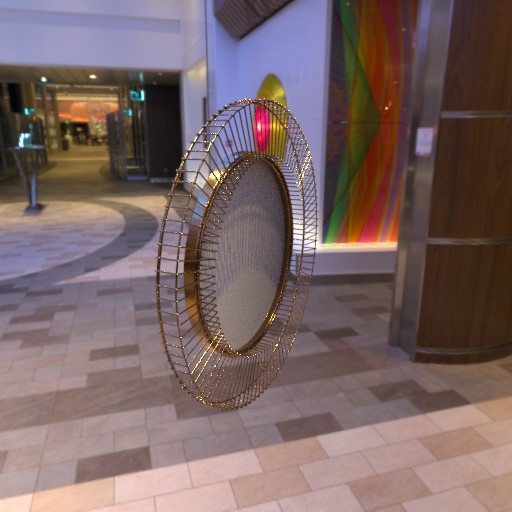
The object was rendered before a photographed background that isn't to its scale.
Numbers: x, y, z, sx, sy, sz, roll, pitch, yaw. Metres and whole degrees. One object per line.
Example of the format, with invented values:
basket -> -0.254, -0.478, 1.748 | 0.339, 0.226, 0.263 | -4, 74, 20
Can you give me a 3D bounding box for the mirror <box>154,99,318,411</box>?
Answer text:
mirror -> 0.000, 0.000, 1.053 | 0.067, 0.703, 0.703 | 8, 17, 26
